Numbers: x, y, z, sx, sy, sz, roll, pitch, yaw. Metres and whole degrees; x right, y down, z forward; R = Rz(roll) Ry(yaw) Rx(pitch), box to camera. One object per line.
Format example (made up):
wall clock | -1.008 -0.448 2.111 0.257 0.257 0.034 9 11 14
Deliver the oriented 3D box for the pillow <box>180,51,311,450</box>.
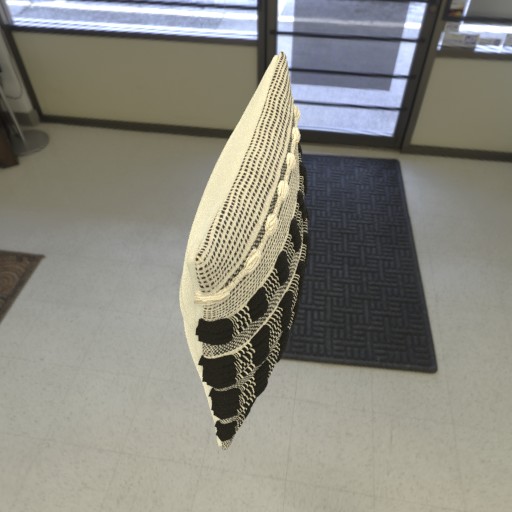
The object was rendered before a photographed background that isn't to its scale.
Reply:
pillow | 0.000 0.000 0.670 0.156 0.438 0.436 9 48 8
